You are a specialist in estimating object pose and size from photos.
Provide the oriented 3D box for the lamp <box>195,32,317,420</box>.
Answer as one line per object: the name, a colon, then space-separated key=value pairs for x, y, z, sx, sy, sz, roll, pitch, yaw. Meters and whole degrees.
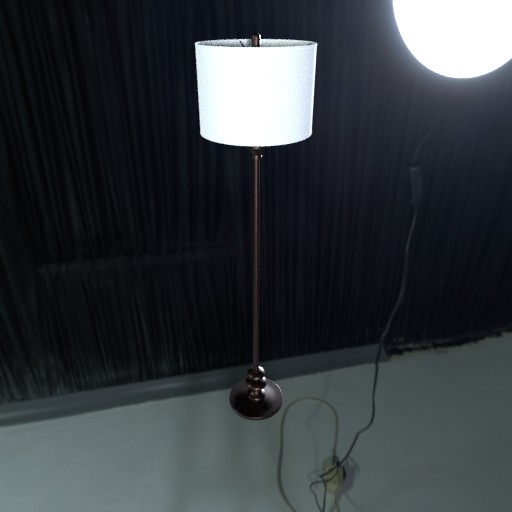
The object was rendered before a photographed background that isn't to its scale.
lamp: x=0.000 y=0.000 z=1.651 sx=0.356 sy=1.487 sz=0.356 roll=-9 pitch=30 yaw=-15
